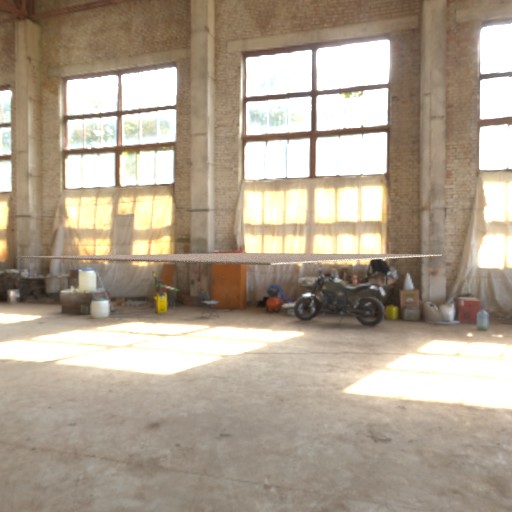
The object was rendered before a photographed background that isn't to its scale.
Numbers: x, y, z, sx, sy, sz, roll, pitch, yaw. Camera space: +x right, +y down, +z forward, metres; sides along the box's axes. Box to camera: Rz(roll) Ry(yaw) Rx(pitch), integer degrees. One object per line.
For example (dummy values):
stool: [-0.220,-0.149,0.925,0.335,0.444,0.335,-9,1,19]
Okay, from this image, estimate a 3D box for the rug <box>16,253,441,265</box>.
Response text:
rug: [0.000,0.000,3.875,2.363,0.012,2.980,1,1,36]
